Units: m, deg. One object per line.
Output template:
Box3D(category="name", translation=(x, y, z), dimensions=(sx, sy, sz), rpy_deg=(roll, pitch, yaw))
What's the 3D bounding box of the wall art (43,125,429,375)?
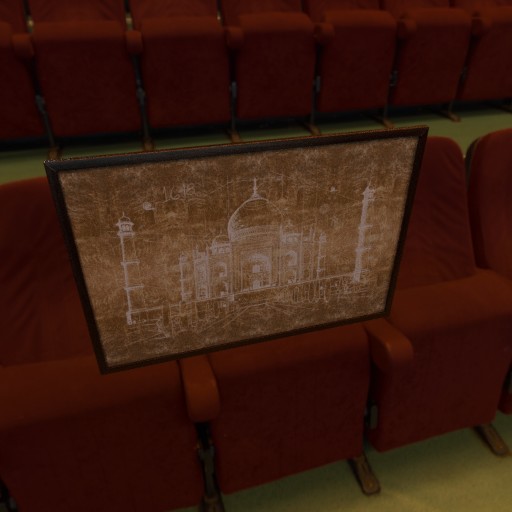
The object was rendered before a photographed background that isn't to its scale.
Box3D(category="wall art", translation=(0.000, 0.000, 1.064), dimensions=(0.816, 0.559, 0.014), rpy_deg=(-9, 34, -14))
